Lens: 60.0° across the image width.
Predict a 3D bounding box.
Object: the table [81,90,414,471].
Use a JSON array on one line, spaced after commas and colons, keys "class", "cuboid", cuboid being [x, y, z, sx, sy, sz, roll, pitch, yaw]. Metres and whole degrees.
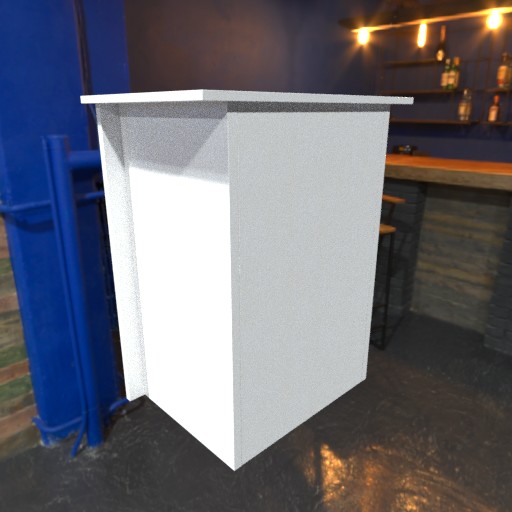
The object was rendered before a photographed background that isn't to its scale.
[{"class": "table", "cuboid": [0.000, 0.000, 1.053, 0.589, 0.711, 0.406, -17, 24, -41]}]
